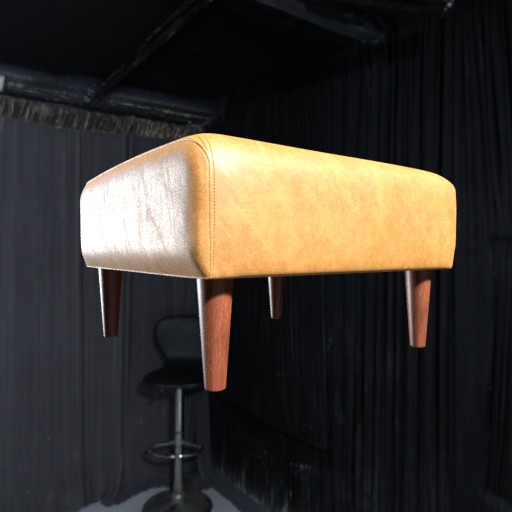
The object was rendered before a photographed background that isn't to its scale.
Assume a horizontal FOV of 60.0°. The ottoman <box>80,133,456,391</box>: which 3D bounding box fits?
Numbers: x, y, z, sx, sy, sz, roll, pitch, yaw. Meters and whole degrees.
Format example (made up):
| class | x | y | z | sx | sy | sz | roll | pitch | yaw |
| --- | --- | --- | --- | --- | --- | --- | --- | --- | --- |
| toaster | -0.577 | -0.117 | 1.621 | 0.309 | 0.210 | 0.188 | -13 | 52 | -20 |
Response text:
| class | x | y | z | sx | sy | sz | roll | pitch | yaw |
| --- | --- | --- | --- | --- | --- | --- | --- | --- | --- |
| ottoman | 0.000 | 0.000 | 1.035 | 0.650 | 0.399 | 0.650 | -1 | 1 | -36 |
